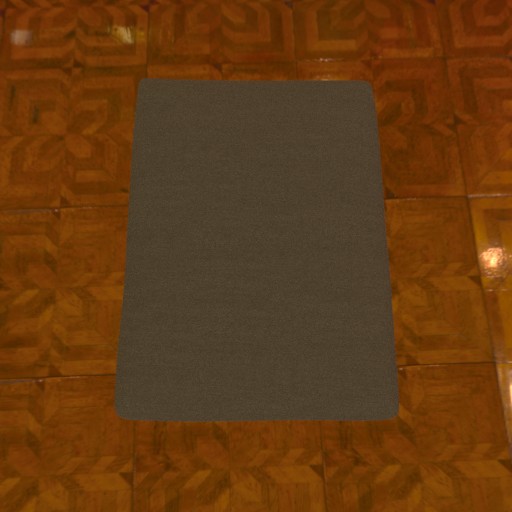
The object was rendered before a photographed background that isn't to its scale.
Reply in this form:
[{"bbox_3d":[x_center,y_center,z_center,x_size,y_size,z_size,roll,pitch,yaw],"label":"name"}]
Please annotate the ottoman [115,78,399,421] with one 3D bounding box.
[{"bbox_3d":[0.000,0.000,1.143,0.569,0.500,0.771,0,75,0],"label":"ottoman"}]
